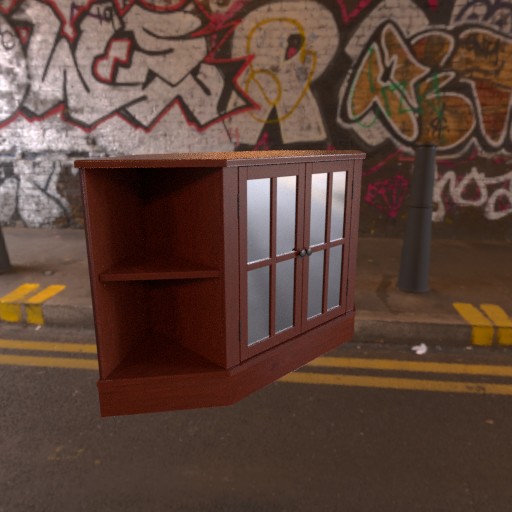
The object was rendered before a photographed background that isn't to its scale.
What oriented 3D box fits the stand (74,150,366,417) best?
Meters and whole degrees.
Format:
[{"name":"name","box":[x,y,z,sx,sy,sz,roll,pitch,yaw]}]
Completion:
[{"name":"stand","box":[0.000,0.000,1.365,1.072,0.614,0.381,-14,21,-43]}]
